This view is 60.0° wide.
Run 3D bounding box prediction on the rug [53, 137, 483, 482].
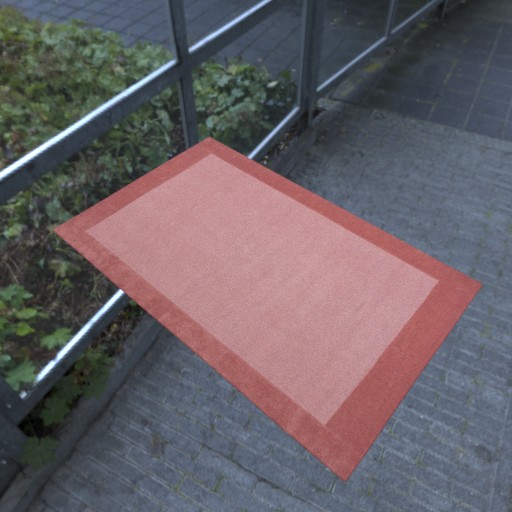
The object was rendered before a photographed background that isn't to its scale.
[{"bbox_3d":[0.000,0.000,2.925,2.438,0.014,1.524,34,56,26],"label":"rug"}]
